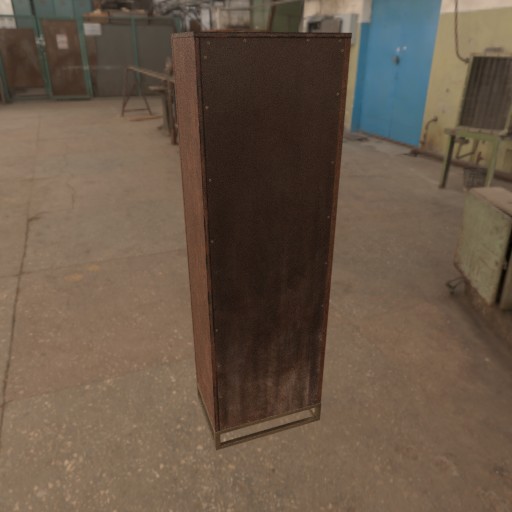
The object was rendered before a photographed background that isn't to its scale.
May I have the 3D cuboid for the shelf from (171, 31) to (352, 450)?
[{"bbox_3d":[0.000,0.000,1.927,0.539,1.732,0.395,-9,27,-18],"label":"shelf"}]
